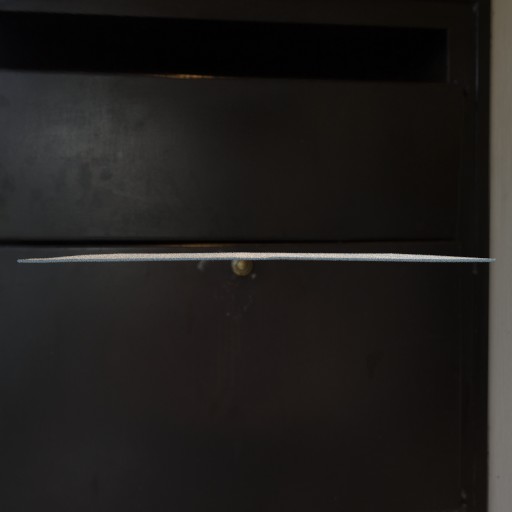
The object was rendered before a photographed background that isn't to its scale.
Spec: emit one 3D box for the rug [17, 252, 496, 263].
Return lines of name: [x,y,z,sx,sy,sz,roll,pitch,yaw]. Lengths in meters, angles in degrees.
rug: [0.000,0.000,2.917,2.306,0.030,1.613,0,1,0]
